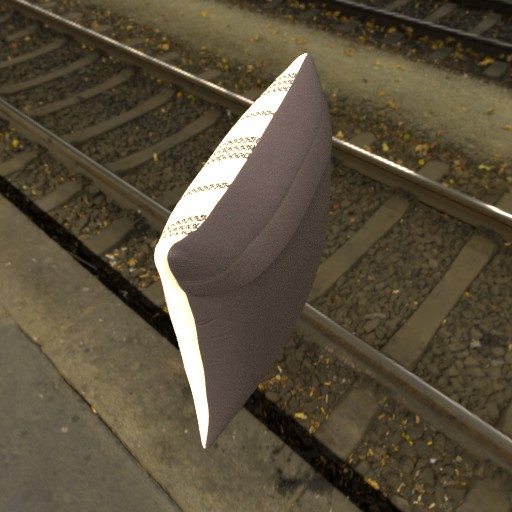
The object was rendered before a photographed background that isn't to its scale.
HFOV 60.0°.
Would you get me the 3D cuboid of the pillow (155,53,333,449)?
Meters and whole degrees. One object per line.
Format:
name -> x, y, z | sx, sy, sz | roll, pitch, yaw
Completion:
pillow -> 0.000, 0.000, 0.616 | 0.173, 0.406, 0.405 | 15, 49, 14
